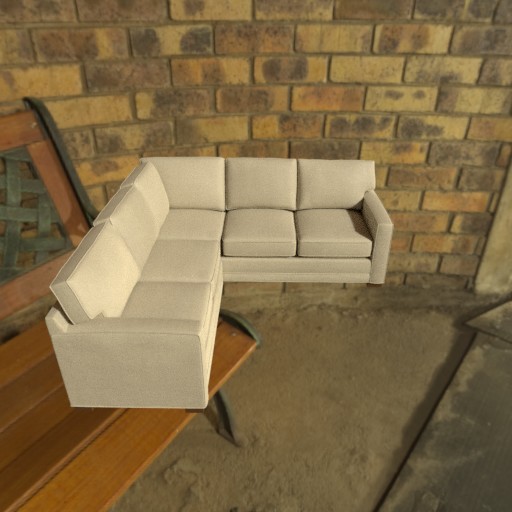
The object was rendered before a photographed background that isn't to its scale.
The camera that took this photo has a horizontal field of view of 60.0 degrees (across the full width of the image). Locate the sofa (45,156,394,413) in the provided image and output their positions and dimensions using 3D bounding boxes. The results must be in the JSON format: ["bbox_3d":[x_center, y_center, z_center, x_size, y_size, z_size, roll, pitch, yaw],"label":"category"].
[{"bbox_3d":[0.000,0.000,3.352,2.189,0.939,2.182,1,30,1],"label":"sofa"}]
